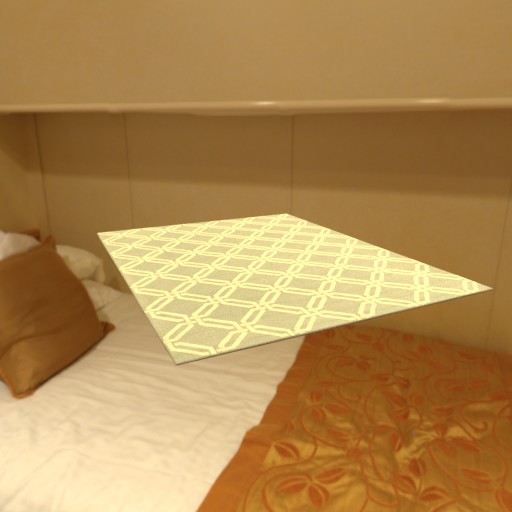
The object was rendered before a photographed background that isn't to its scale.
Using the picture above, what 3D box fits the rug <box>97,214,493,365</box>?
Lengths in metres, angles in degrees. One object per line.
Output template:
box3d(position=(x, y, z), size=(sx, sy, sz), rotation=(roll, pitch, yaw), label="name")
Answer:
box3d(position=(0.000, 0.000, 3.865), size=(2.288, 0.018, 2.895), rotation=(-8, 19, -25), label="rug")
